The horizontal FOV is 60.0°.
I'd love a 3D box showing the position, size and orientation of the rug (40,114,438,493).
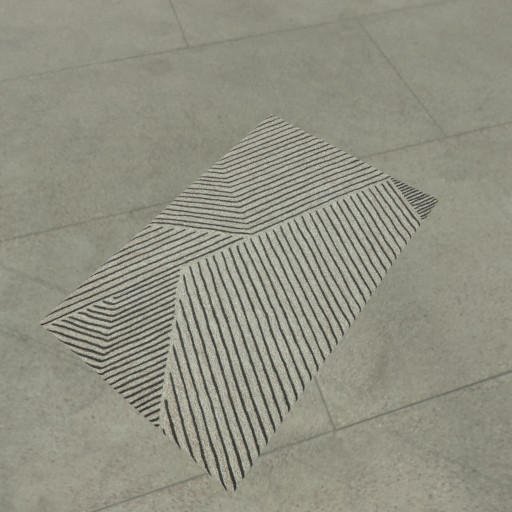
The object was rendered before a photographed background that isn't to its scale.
[{"bbox_3d":[0.000,0.000,2.991,1.539,0.023,2.406,33,64,19],"label":"rug"}]
